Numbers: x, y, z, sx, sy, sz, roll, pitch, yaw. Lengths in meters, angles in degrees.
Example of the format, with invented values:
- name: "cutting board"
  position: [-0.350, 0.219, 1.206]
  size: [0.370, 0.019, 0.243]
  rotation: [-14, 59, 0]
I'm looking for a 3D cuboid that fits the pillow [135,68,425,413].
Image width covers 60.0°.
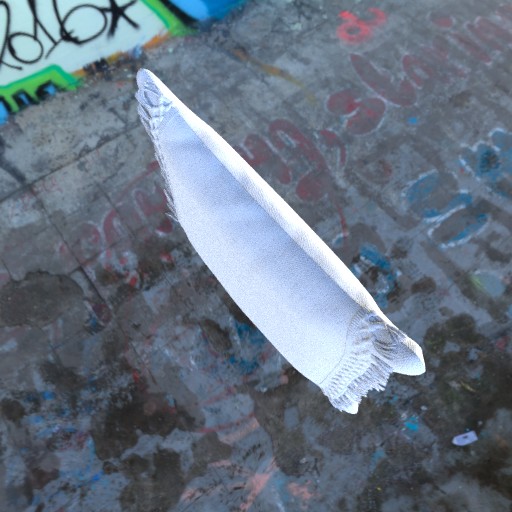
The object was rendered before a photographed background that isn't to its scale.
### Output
- name: "pillow"
  position: [0.000, 0.000, 0.588]
  size: [0.084, 0.305, 0.466]
  rotation: [-35, 68, -16]
